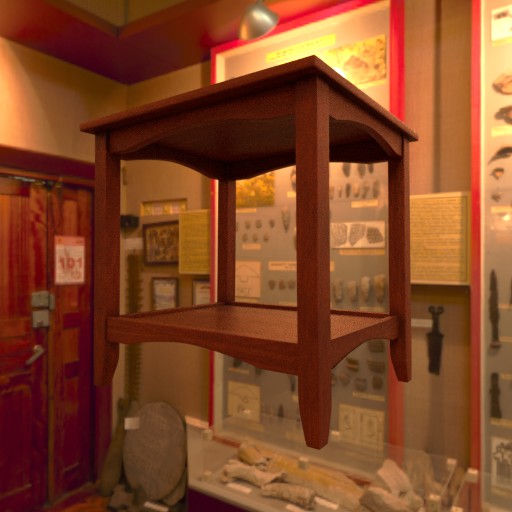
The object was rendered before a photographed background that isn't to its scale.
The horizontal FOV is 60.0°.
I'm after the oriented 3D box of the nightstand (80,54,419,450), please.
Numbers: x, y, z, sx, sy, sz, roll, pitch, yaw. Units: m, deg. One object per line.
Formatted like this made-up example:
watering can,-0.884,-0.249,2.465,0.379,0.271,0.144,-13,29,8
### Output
nightstand,0.000,0.000,0.975,0.558,0.558,0.501,0,0,36
